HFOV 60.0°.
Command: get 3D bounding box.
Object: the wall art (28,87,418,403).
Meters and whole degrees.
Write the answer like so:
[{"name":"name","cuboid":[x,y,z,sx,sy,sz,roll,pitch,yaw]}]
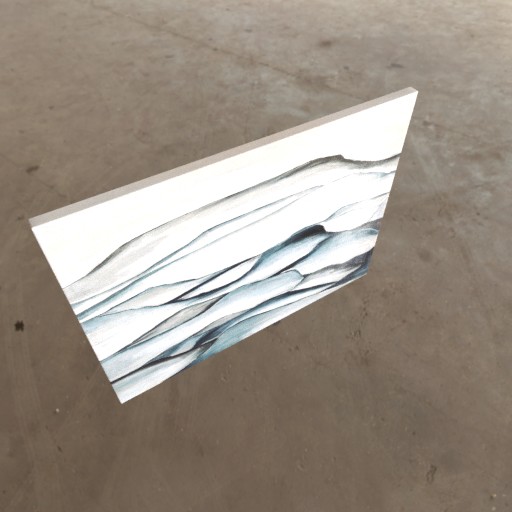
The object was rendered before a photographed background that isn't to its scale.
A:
[{"name":"wall art","cuboid":[0.000,0.000,1.564,1.219,0.915,0.039,-25,52,-21]}]
